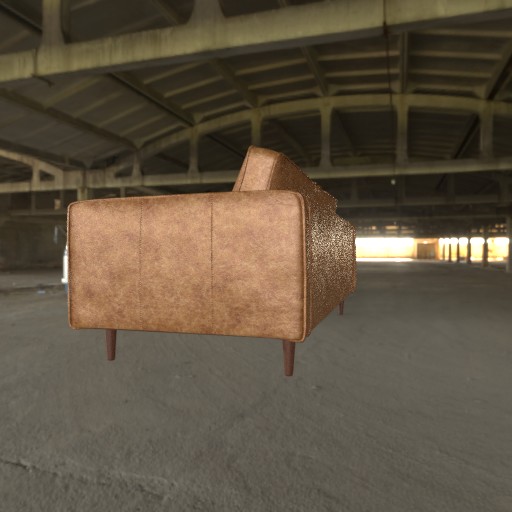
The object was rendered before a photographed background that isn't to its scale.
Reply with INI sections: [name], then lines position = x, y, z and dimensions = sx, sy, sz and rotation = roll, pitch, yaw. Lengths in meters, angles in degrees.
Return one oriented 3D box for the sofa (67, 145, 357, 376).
[sofa]
position = 0.000, 0.000, 2.425
dimensions = 0.924, 0.825, 1.920
rotation = 0, 1, 17
